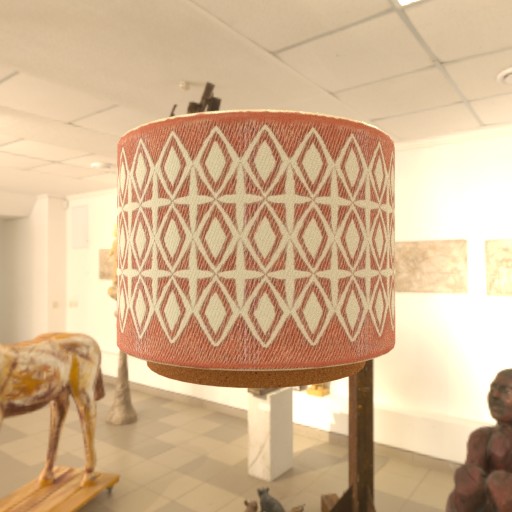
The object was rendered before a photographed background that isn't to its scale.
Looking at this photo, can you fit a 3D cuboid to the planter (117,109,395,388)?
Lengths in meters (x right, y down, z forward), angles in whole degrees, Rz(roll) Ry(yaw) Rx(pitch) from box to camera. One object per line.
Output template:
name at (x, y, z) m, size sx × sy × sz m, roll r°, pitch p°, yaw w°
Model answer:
planter at (0.000, 0.000, 0.320) m, size 0.192 × 0.148 × 0.192 m, roll 0°, pitch -1°, yaw 0°
